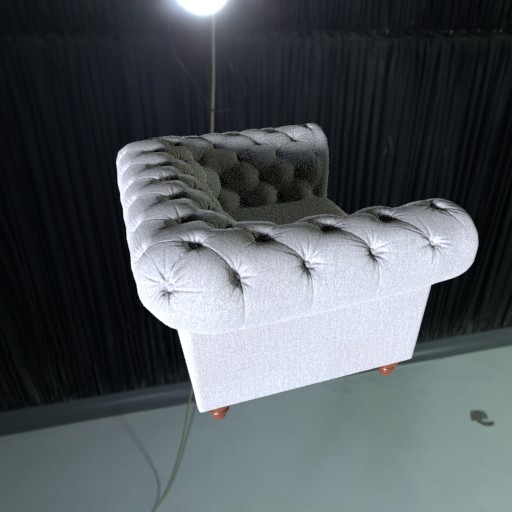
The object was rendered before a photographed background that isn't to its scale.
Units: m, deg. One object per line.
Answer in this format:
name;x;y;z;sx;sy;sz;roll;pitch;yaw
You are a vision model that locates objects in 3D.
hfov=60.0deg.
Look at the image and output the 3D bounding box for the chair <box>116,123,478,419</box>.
chair;0.000;0.000;1.806;0.976;0.770;1.270;-9;32;-16
